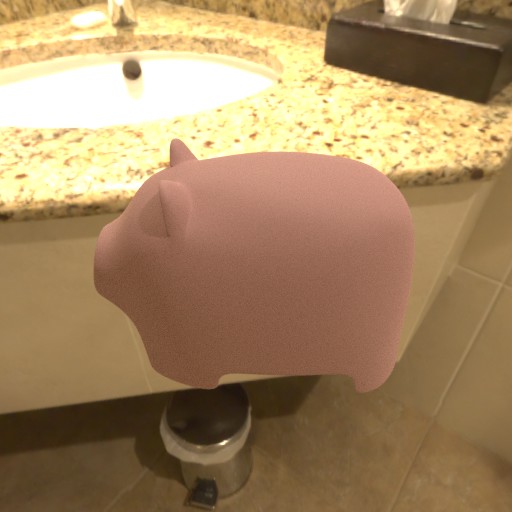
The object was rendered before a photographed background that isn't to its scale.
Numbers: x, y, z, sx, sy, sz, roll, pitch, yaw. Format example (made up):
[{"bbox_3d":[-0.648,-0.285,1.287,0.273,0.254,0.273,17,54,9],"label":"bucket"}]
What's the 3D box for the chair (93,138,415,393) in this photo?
[{"bbox_3d":[0.000,0.000,0.864,0.619,0.423,0.364,0,42,0],"label":"chair"}]
